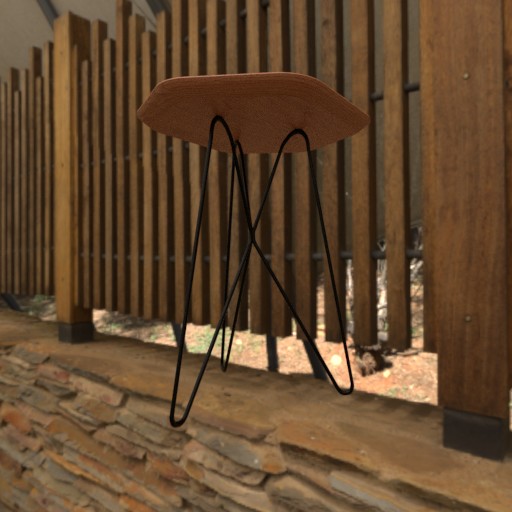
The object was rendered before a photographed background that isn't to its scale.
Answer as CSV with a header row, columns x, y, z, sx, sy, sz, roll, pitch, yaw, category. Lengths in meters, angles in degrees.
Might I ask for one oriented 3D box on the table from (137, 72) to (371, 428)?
x,y,z,sx,sy,sz,roll,pitch,yaw,category
0.000,0.000,0.910,0.400,0.562,0.500,0,0,35,table
